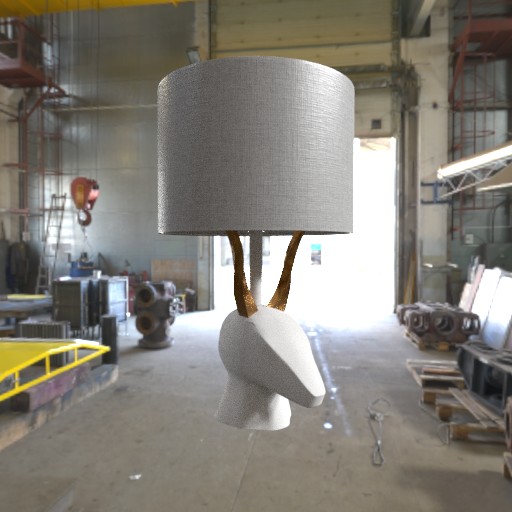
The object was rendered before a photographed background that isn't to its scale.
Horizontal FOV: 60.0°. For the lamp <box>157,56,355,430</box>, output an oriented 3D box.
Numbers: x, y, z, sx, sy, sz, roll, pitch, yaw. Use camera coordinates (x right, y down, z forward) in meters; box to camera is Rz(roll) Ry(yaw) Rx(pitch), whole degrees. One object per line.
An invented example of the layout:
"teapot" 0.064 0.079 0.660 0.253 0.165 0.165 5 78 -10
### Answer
"lamp" 0.000 0.000 0.692 0.298 0.503 0.298 -1 1 -37
